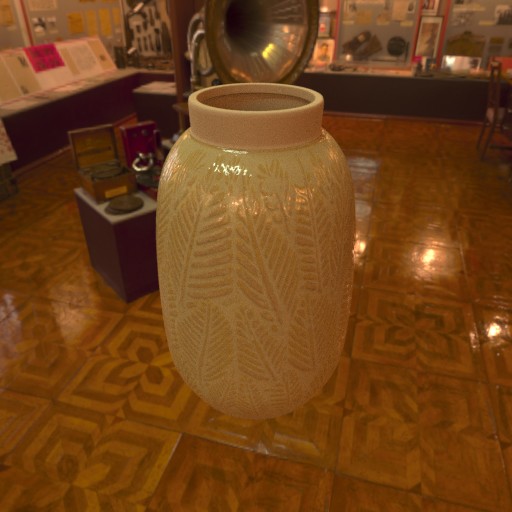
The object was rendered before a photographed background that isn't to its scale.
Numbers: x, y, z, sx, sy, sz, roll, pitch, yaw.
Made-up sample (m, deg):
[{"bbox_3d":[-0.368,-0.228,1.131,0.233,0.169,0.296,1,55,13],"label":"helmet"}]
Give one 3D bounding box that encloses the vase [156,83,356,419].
[{"bbox_3d":[0.000,0.000,0.388,0.172,0.270,0.172,0,32,0],"label":"vase"}]
